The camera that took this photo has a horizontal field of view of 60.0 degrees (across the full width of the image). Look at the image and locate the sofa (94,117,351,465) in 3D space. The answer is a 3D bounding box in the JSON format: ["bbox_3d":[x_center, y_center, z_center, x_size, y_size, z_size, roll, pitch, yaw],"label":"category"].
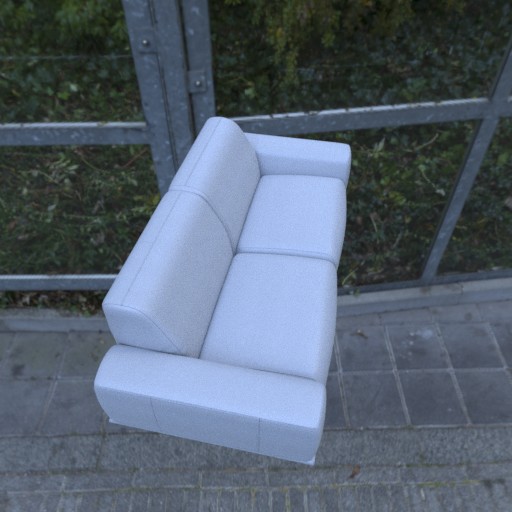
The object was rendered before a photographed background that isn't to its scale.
[{"bbox_3d":[0.000,0.000,2.340,0.900,0.772,1.901,8,46,8],"label":"sofa"}]
